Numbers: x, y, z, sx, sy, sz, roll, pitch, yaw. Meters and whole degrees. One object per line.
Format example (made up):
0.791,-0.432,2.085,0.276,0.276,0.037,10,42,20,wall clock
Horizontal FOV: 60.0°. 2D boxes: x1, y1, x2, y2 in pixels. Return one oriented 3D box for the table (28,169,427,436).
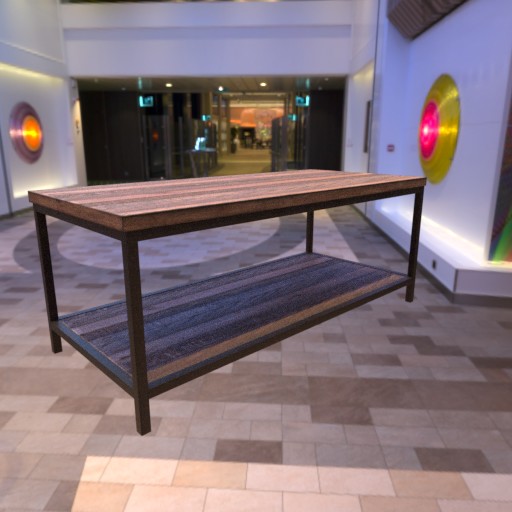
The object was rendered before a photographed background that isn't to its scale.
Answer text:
0.000,0.000,1.220,0.990,0.399,0.452,-14,20,-41,table
